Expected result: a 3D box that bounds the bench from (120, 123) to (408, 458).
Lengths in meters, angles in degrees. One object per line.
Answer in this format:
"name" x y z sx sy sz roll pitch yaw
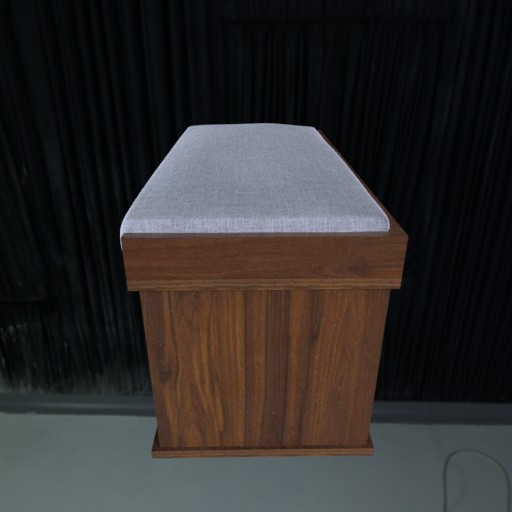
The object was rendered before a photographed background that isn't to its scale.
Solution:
"bench" 0.000 0.000 0.957 0.362 0.461 0.734 0 26 -1
